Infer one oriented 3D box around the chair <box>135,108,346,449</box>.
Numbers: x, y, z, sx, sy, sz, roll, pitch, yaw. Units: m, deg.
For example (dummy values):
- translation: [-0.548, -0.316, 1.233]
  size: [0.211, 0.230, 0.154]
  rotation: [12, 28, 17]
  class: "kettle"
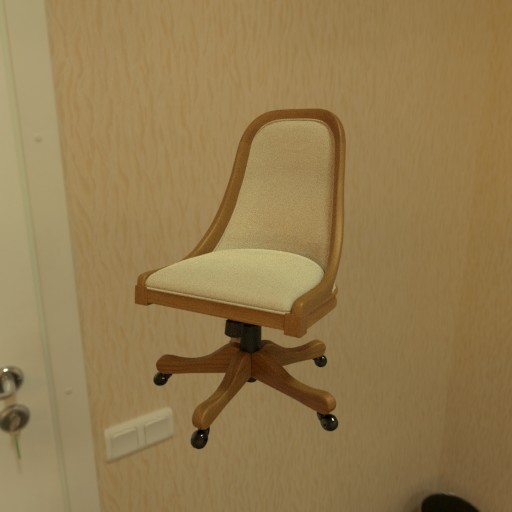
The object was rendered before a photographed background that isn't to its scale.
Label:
- translation: [0.000, 0.000, 1.532]
  size: [0.702, 1.009, 0.811]
  rotation: [7, 17, 26]
  class: "chair"
